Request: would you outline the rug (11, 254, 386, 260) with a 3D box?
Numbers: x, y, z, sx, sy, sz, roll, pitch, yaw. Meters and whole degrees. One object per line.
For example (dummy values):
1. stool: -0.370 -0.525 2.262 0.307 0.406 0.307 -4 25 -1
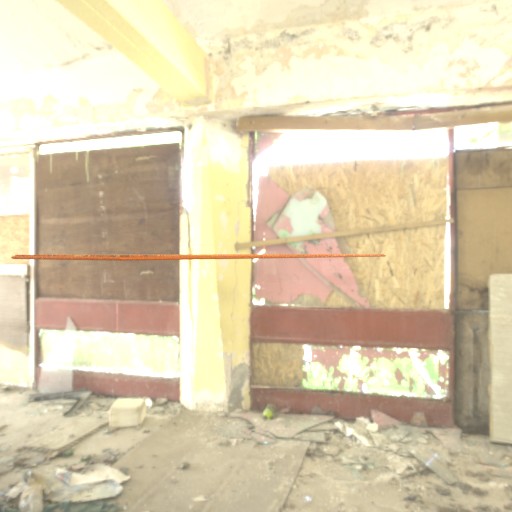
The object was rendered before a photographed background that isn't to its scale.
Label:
1. rug: 0.000 0.000 2.403 0.651 0.016 2.274 0 0 35
